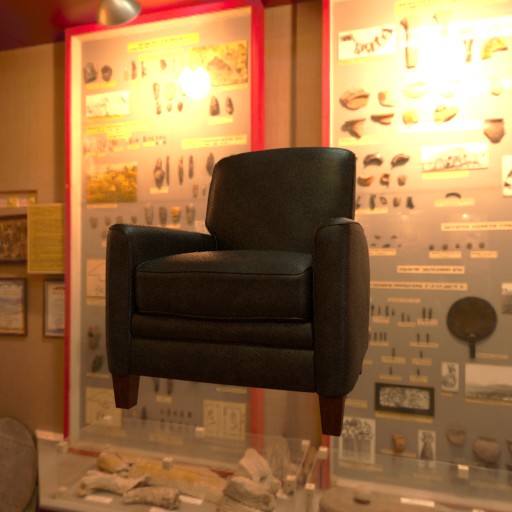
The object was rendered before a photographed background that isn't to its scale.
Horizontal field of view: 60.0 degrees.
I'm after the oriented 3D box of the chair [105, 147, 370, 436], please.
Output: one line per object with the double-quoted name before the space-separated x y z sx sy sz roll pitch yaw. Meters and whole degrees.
"chair" 0.000 0.000 1.714 0.848 1.014 0.864 0 0 18
